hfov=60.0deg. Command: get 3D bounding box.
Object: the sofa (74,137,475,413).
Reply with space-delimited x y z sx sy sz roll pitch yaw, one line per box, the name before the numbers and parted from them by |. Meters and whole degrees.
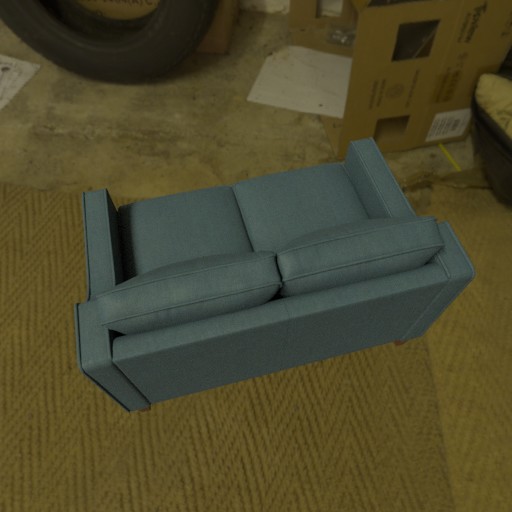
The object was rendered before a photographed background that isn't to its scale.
sofa | 0.000 0.000 2.134 1.501 0.971 0.987 -12 59 -8
